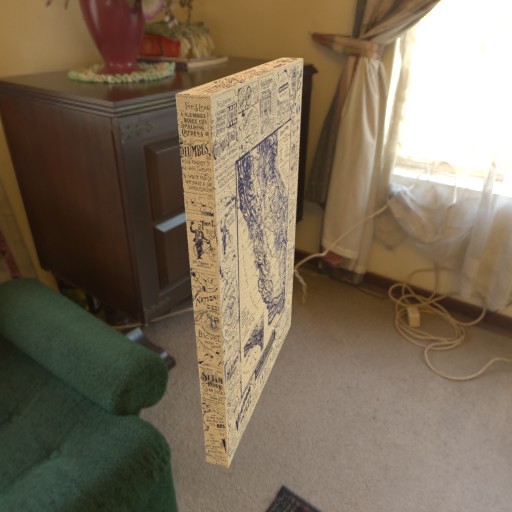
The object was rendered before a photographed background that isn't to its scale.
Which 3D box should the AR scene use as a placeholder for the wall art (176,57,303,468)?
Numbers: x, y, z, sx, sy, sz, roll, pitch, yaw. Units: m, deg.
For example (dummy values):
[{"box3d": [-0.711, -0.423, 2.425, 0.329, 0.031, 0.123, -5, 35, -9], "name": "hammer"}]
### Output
[{"box3d": [0.000, 0.000, 0.776, 0.040, 0.601, 0.408, 9, 31, 16], "name": "wall art"}]
